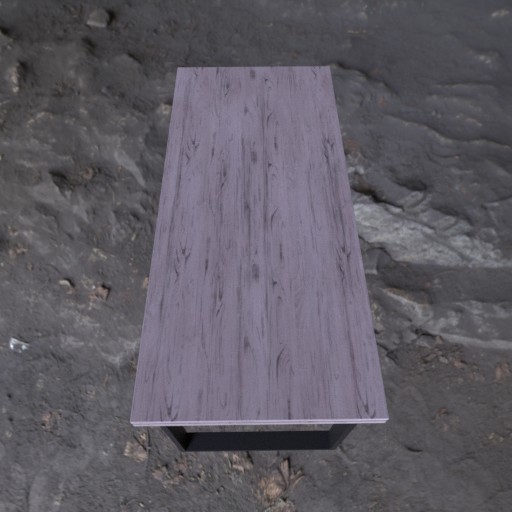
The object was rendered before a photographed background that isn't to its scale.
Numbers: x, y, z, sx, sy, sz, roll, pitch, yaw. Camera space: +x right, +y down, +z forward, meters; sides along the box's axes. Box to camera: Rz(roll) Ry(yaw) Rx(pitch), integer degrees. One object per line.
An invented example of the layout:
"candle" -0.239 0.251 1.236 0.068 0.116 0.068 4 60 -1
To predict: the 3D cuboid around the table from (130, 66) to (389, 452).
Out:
"table" 0.000 0.000 2.217 0.795 0.899 1.778 -1 57 0
